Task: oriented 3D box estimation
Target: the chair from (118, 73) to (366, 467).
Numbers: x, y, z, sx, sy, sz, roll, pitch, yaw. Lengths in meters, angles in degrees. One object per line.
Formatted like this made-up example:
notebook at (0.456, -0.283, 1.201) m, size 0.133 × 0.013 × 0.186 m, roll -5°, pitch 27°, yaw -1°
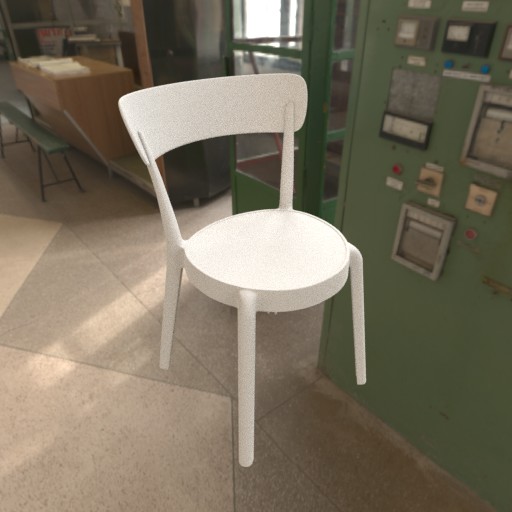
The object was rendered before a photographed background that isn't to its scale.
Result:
chair at (0.000, 0.000, 1.134) m, size 0.506 × 0.790 × 0.491 m, roll -22°, pitch 38°, yaw -32°
